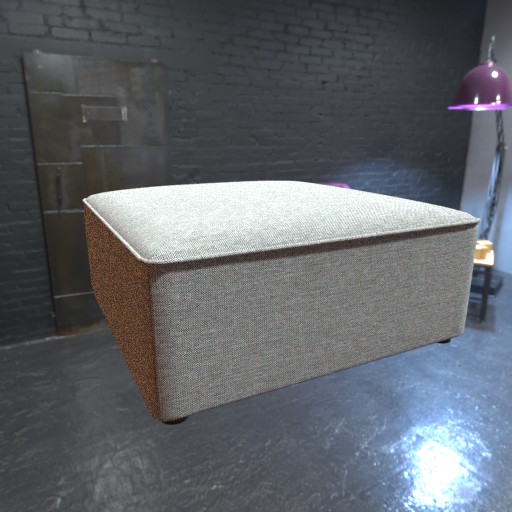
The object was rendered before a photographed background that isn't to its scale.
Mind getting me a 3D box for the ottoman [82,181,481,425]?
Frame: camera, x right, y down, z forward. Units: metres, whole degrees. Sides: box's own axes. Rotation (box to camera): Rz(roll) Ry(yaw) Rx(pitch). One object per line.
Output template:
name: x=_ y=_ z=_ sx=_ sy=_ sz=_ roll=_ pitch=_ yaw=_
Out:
ottoman: x=0.000 y=0.000 z=1.547 sx=1.005 sy=0.455 sz=1.005 roll=-8 pitch=17 yaw=-26
